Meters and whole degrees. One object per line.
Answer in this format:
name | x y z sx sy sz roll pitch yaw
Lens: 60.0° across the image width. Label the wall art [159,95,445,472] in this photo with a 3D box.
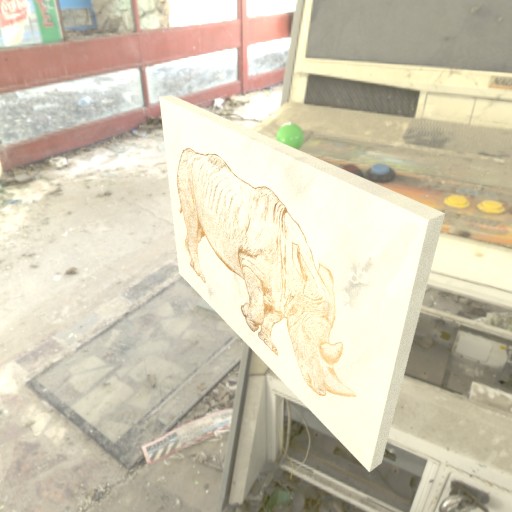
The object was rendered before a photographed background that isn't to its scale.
wall art | 0.000 0.000 1.117 0.038 0.610 0.915 -20 38 -29
